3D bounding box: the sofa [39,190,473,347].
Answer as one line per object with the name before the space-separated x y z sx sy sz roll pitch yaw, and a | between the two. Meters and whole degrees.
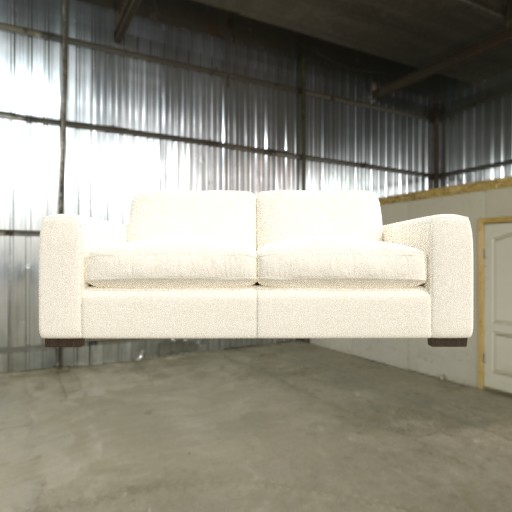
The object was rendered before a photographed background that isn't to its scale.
sofa | 0.000 0.000 2.444 1.920 0.801 1.069 0 0 0
